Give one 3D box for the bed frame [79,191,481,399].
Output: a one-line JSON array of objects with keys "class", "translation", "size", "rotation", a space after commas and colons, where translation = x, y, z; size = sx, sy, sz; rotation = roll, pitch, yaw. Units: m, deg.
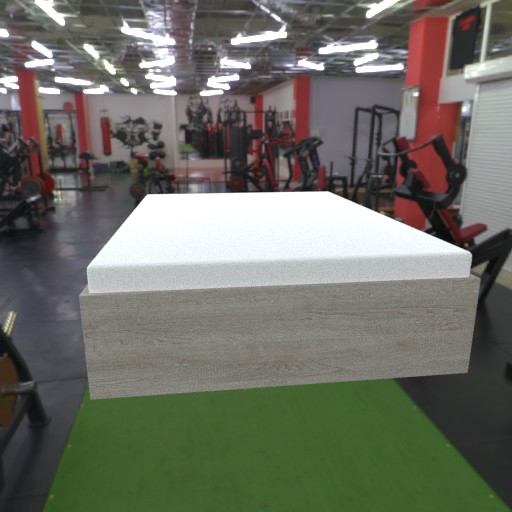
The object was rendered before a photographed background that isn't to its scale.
[{"class": "bed frame", "translation": [0.000, 0.000, 2.542], "size": [1.448, 0.490, 1.944], "rotation": [-2, 15, -7]}]
